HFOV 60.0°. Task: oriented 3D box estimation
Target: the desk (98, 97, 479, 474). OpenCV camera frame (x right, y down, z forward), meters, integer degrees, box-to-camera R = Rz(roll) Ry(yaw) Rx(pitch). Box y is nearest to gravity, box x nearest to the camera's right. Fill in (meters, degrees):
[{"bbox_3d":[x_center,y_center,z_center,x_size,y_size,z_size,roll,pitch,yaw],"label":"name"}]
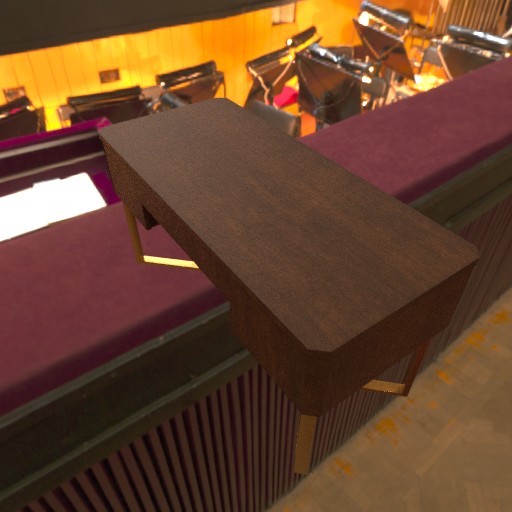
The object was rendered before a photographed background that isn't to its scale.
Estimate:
[{"bbox_3d":[0.000,0.000,1.884,0.684,0.762,1.479,-25,47,-26],"label":"desk"}]
